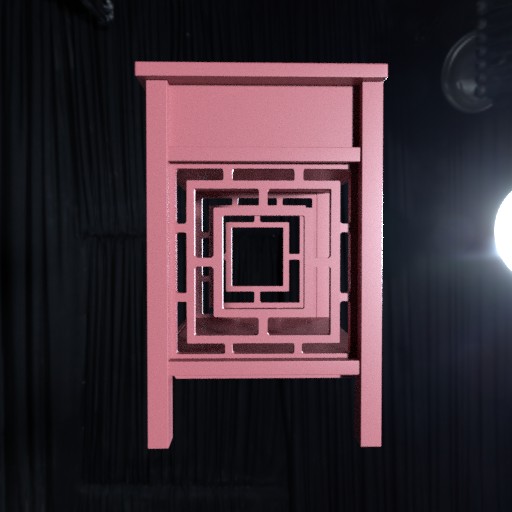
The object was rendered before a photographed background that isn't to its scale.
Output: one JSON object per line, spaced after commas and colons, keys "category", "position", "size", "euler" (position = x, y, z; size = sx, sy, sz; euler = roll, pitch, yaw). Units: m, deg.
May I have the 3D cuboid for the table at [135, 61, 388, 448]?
{"category": "table", "position": [0.000, 0.000, 1.078], "size": [0.451, 0.686, 0.599], "euler": [0, 1, -1]}
